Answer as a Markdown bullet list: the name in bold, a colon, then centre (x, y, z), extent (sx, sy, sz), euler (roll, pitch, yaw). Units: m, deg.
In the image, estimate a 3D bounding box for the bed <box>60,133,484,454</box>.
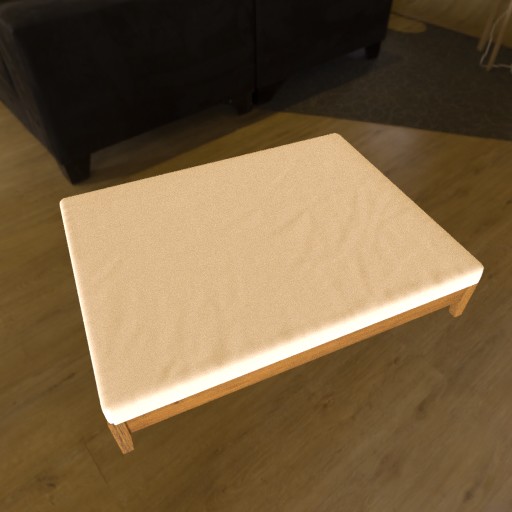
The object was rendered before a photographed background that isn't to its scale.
- **bed**: centre (0.000, 0.000, 2.691), extent (2.016, 0.431, 1.536), euler (-17, 48, -16)
